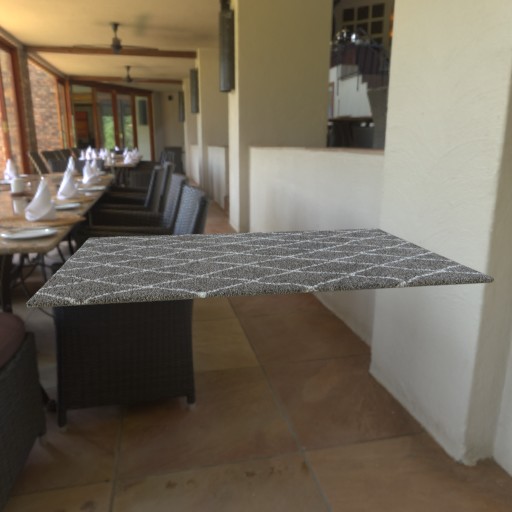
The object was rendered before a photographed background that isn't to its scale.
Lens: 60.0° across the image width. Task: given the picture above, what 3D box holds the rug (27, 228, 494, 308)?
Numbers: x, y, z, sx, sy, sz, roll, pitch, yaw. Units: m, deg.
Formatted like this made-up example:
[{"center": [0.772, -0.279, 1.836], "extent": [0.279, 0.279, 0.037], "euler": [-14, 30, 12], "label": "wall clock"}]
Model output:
[{"center": [0.000, 0.000, 2.991], "extent": [2.438, 0.030, 1.524], "euler": [-2, 14, -9], "label": "rug"}]
